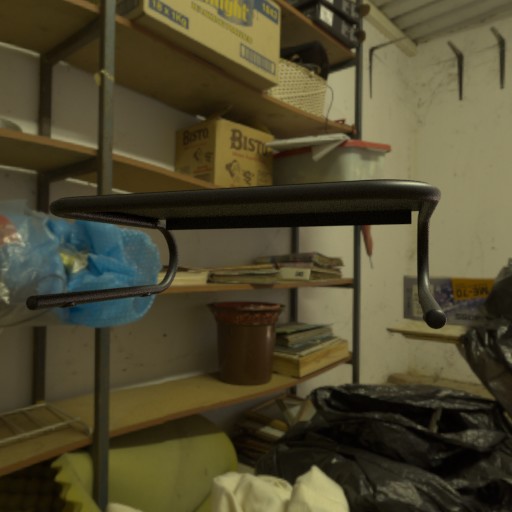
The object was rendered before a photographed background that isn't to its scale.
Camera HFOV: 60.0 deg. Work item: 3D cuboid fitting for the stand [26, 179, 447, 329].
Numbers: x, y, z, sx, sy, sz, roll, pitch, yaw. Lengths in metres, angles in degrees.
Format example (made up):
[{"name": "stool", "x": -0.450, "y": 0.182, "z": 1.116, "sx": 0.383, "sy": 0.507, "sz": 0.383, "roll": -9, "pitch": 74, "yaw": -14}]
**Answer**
[{"name": "stand", "x": 0.000, "y": 0.000, "z": 0.492, "sx": 0.370, "sy": 0.108, "sz": 0.280, "roll": 0, "pitch": -1, "yaw": 19}]
